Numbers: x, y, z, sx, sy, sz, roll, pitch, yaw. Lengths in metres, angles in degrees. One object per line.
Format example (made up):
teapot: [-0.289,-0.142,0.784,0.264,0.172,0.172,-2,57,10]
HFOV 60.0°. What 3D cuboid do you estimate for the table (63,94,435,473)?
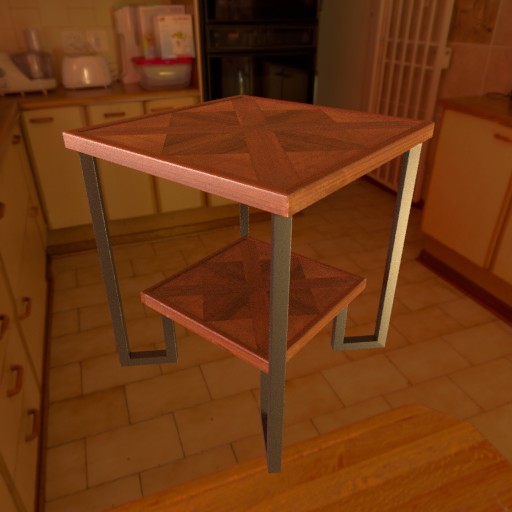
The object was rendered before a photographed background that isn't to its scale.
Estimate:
table: [0.000,0.000,0.978,0.503,0.563,0.503,21,36,33]
